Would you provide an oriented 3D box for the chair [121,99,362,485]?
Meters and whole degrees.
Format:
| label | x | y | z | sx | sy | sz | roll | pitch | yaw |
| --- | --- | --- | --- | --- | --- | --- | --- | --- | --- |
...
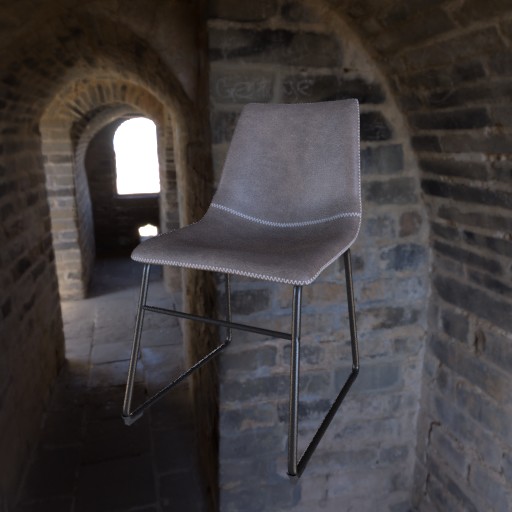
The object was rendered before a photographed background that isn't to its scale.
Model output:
| label | x | y | z | sx | sy | sz | roll | pitch | yaw |
| --- | --- | --- | --- | --- | --- | --- | --- | --- | --- |
| chair | 0.000 | 0.000 | 1.117 | 0.460 | 0.780 | 0.550 | 7 | 16 | 26 |
